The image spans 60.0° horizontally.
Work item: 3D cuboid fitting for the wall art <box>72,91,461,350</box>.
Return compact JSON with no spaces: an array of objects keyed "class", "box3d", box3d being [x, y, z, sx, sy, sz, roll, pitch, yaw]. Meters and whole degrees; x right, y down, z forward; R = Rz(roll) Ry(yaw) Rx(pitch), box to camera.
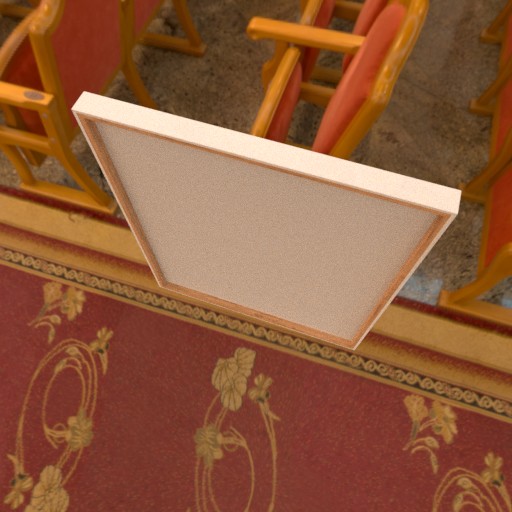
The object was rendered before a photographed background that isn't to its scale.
[{"class":"wall art","box3d":[0.000,0.000,0.830,0.508,0.606,0.037,17,64,8]}]
